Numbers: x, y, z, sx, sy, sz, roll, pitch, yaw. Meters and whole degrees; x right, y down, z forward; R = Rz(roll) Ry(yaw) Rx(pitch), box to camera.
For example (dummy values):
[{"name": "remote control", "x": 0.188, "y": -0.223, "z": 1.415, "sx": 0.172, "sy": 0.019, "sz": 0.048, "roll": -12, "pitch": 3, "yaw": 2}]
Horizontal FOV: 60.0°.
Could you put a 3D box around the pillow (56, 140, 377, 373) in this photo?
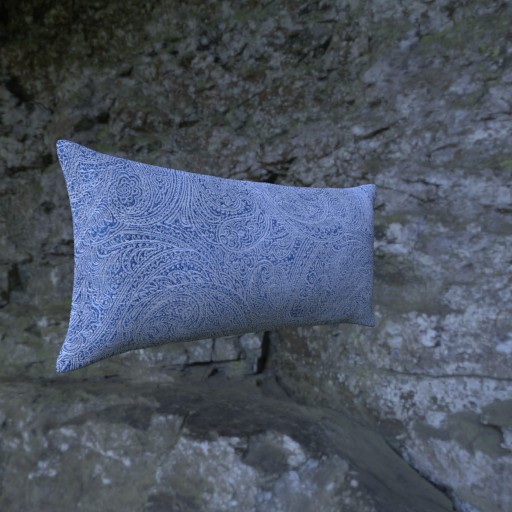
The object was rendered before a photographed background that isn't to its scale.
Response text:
[{"name": "pillow", "x": 0.000, "y": 0.000, "z": 0.735, "sx": 0.615, "sy": 0.295, "sz": 0.151, "roll": 0, "pitch": 0, "yaw": -36}]
